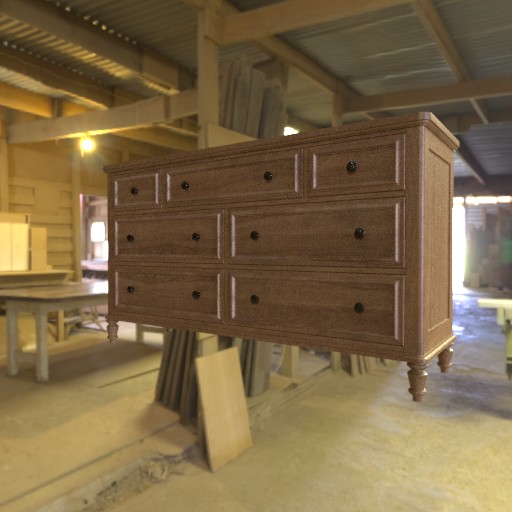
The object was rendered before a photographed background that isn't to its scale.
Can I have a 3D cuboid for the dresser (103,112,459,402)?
[{"bbox_3d":[0.000,0.000,1.974,1.583,0.892,0.468,1,1,35],"label":"dresser"}]
